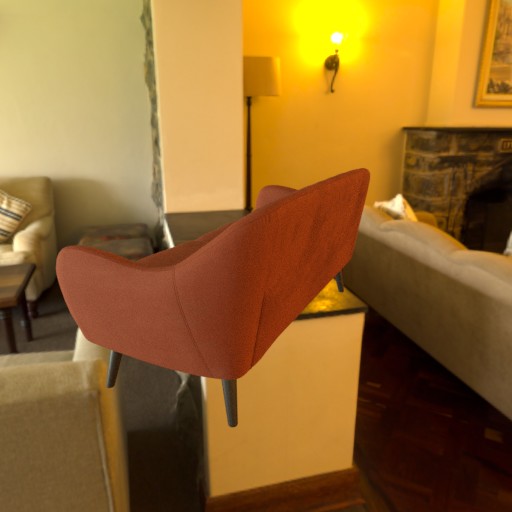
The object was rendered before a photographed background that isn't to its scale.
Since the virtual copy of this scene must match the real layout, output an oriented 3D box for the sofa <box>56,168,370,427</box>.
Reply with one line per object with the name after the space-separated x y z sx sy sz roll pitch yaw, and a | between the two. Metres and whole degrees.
0.000 0.000 2.294 0.820 0.836 1.840 8 19 25 | sofa
